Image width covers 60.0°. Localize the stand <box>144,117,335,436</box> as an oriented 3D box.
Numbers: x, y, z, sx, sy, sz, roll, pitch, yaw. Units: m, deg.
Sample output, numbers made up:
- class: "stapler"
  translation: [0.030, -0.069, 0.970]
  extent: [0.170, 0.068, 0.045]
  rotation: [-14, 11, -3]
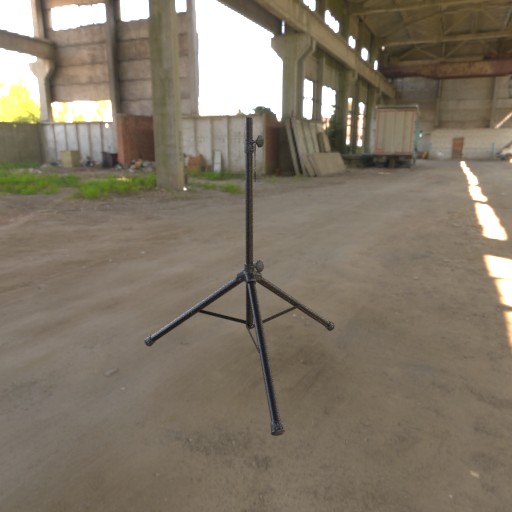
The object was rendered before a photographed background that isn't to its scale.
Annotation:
- class: "stand"
  translation: [0.000, 0.000, 1.880]
  extent: [1.045, 1.136, 0.907]
  rotation: [-2, 15, -9]
